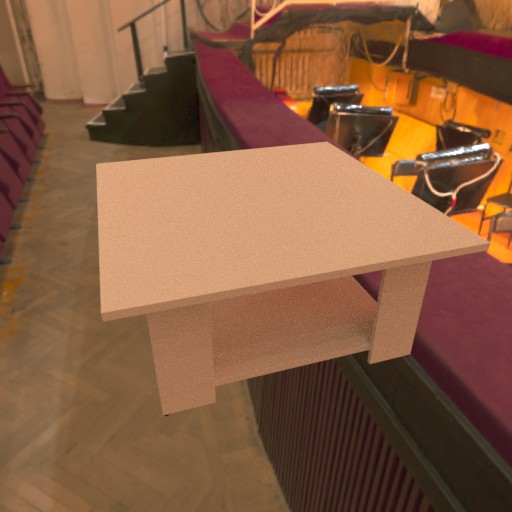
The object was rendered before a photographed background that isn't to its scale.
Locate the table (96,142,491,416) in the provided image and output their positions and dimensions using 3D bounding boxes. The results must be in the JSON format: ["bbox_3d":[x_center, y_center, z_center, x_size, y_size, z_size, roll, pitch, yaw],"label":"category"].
[{"bbox_3d":[0.000,0.000,1.060,0.670,0.305,0.670,-9,32,-15],"label":"table"}]
